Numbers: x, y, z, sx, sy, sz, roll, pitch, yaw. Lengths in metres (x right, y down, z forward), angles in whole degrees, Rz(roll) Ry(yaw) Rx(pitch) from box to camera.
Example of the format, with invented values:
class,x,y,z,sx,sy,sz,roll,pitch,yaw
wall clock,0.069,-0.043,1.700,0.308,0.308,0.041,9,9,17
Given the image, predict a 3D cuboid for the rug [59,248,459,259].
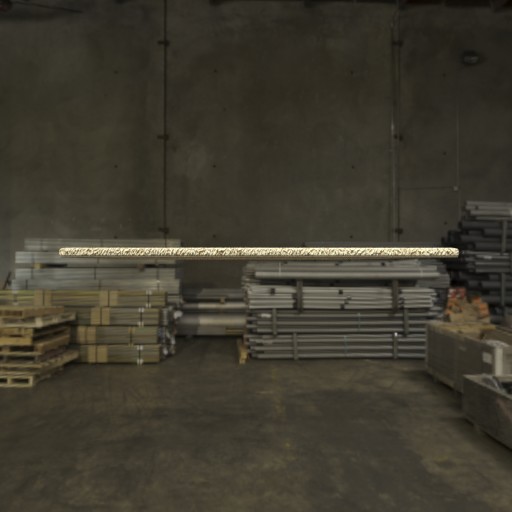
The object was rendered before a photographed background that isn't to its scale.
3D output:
class,x,y,z,sx,sy,sz,roll,pitch,yaw
rug,0.000,0.000,2.227,1.219,0.030,1.778,0,-1,-1
